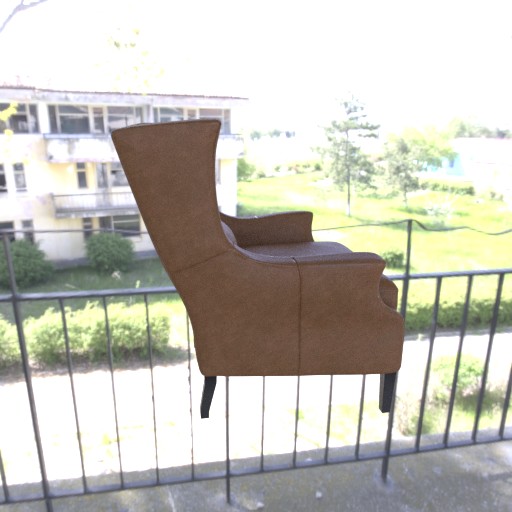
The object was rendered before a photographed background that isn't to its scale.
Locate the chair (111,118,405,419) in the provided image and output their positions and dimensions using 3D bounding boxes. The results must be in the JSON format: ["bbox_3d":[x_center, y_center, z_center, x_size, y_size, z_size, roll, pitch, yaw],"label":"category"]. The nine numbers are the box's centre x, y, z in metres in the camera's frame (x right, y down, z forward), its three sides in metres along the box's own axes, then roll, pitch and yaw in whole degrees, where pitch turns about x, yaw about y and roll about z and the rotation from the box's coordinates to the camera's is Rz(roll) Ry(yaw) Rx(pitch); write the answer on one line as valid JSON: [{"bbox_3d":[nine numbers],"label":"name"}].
[{"bbox_3d":[0.000,0.000,1.726,0.925,1.016,0.852,-3,17,-10],"label":"chair"}]
